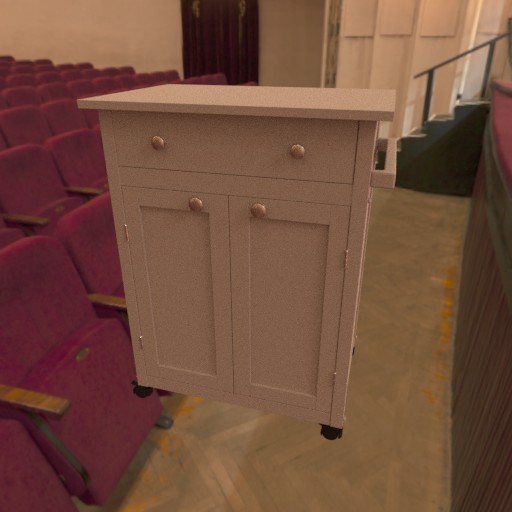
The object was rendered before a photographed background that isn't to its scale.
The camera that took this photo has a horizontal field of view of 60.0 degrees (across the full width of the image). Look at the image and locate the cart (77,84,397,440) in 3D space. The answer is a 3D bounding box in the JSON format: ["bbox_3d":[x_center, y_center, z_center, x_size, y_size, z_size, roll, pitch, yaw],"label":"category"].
[{"bbox_3d":[0.000,0.000,1.255,0.683,0.864,0.442,7,26,15],"label":"cart"}]
